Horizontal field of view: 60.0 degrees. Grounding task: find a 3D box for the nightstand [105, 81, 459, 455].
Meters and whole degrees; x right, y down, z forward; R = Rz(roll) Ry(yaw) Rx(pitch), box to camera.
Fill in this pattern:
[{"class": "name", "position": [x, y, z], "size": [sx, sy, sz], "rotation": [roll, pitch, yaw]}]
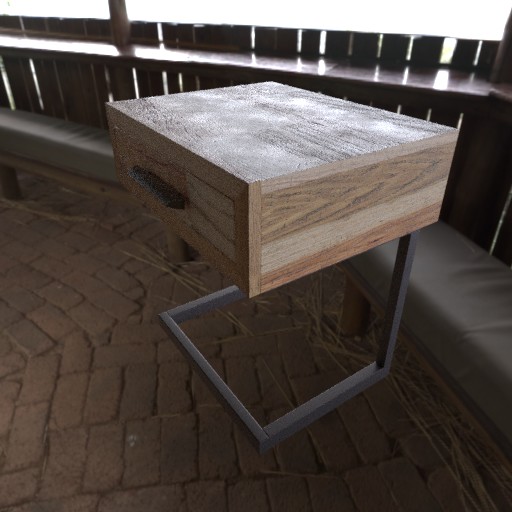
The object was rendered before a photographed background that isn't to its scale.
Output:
[{"class": "nightstand", "position": [0.000, 0.000, 1.017], "size": [0.481, 0.632, 0.558], "rotation": [-20, 36, -29]}]
